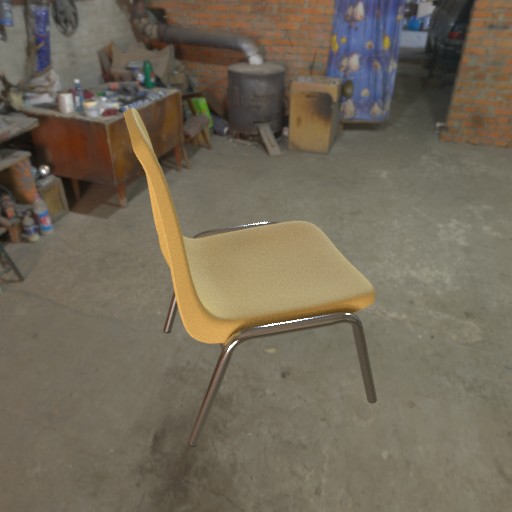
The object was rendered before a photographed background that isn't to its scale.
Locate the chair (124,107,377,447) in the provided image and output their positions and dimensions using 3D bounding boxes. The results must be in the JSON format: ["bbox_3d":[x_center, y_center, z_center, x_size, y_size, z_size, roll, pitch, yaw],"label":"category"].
[{"bbox_3d":[0.000,0.000,0.811,0.385,0.536,0.354,-10,33,-15],"label":"chair"}]
